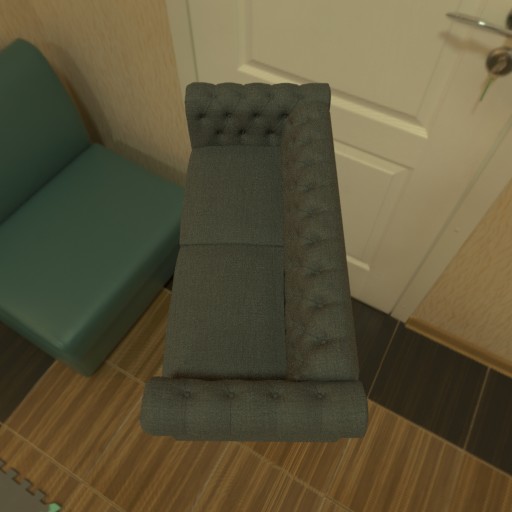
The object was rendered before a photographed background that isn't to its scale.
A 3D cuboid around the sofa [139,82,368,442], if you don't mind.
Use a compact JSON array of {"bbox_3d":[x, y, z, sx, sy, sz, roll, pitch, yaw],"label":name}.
[{"bbox_3d":[0.000,0.000,2.230,0.783,0.797,1.798,0,59,0],"label":"sofa"}]
